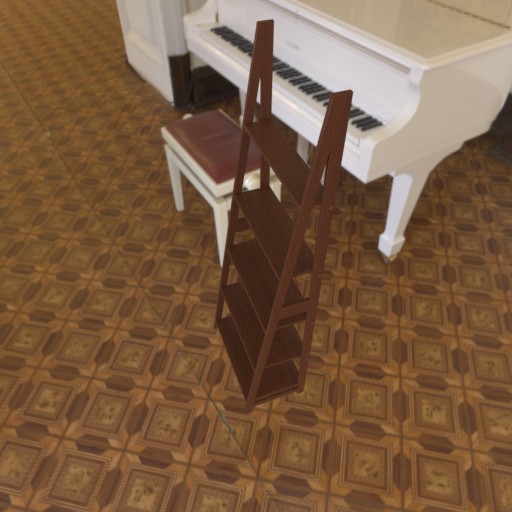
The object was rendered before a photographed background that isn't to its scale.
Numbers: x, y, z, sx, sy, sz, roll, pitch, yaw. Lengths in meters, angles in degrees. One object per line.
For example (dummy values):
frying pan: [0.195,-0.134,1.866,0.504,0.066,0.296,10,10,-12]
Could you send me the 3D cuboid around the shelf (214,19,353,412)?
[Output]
shelf: [0.000,0.000,2.009,0.350,1.770,0.600,-15,48,-14]
